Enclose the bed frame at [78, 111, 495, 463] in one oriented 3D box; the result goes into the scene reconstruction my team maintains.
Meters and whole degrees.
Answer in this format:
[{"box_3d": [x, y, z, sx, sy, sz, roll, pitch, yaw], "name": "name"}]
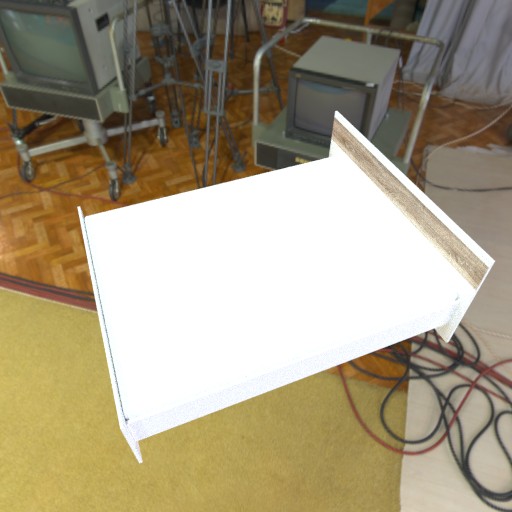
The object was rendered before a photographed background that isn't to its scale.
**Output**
[{"box_3d": [0.000, 0.000, 2.939, 2.060, 0.800, 1.720, -16, 49, -15], "name": "bed frame"}]
